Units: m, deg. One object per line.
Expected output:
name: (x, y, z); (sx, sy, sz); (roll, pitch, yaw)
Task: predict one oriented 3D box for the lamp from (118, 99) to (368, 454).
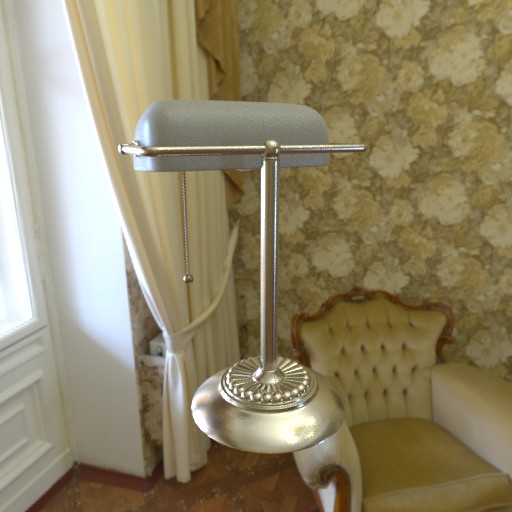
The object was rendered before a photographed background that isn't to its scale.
lamp: (0.000, 0.000, 0.504); (0.264, 0.339, 0.243); (-8, 17, -26)
